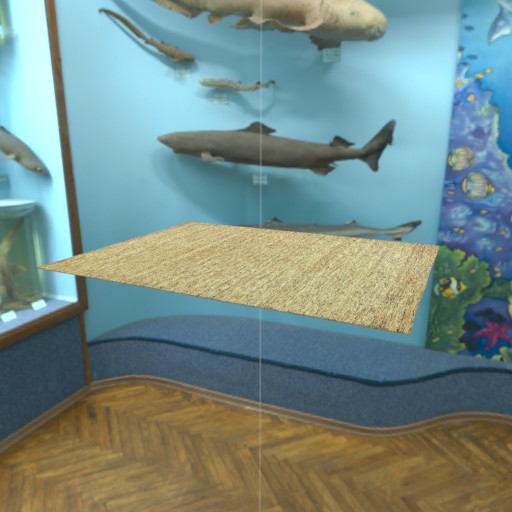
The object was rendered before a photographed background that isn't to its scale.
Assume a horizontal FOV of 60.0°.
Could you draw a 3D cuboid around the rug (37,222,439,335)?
[{"bbox_3d":[0.000,0.000,4.366,3.200,0.012,2.438,7,17,25],"label":"rug"}]
